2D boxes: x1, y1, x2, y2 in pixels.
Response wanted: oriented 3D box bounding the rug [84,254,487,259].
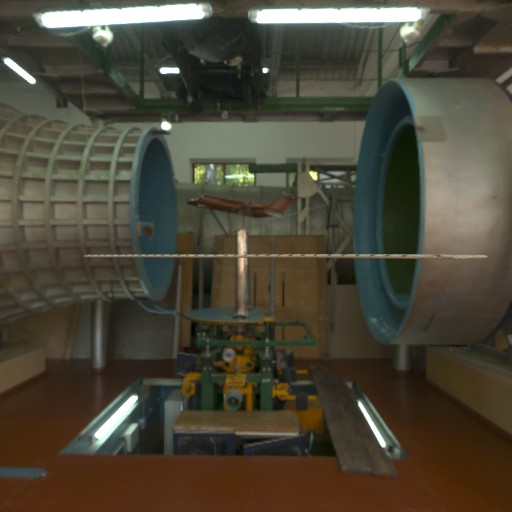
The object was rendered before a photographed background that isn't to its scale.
[{"bbox_3d":[0.000,0.000,2.721,2.439,0.020,0.773,0,0,36],"label":"rug"}]
